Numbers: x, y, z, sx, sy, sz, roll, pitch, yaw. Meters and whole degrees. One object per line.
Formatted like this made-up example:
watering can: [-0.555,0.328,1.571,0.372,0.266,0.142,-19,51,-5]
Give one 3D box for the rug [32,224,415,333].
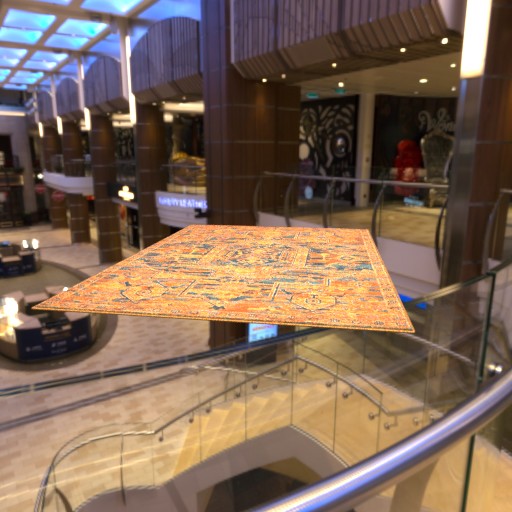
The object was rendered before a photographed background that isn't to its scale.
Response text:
rug: [0.000,0.000,3.689,2.043,0.019,2.916,2,13,9]
